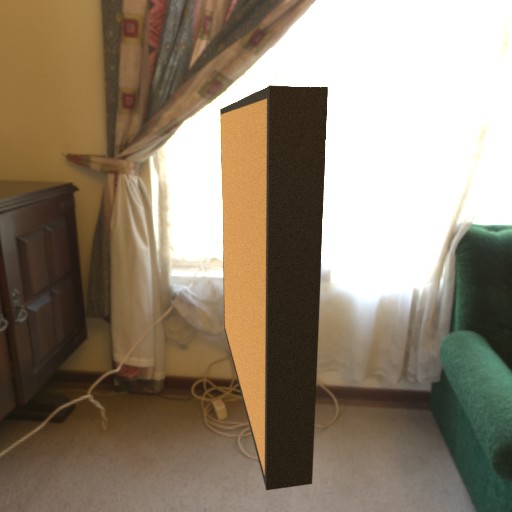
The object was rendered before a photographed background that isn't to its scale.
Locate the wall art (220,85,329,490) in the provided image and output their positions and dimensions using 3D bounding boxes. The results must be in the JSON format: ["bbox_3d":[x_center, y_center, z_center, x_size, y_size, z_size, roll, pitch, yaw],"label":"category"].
[{"bbox_3d":[0.000,0.000,0.461,0.038,0.304,0.304,-3,16,-10],"label":"wall art"}]
